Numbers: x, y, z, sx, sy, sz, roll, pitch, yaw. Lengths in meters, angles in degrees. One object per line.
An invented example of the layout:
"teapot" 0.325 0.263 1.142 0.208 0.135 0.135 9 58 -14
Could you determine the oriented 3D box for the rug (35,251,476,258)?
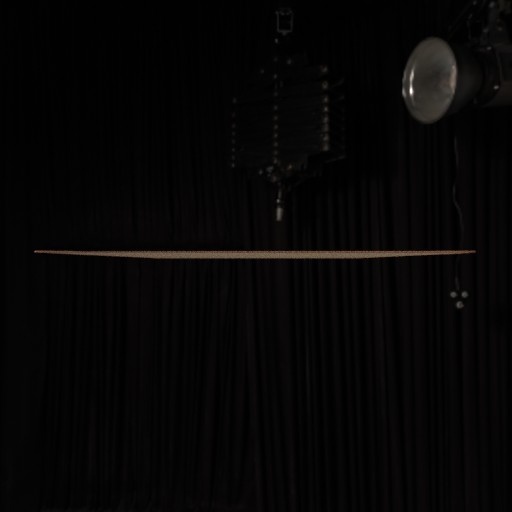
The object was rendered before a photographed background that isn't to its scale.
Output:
"rug" 0.000 0.000 3.950 2.436 0.011 3.045 0 -1 0
